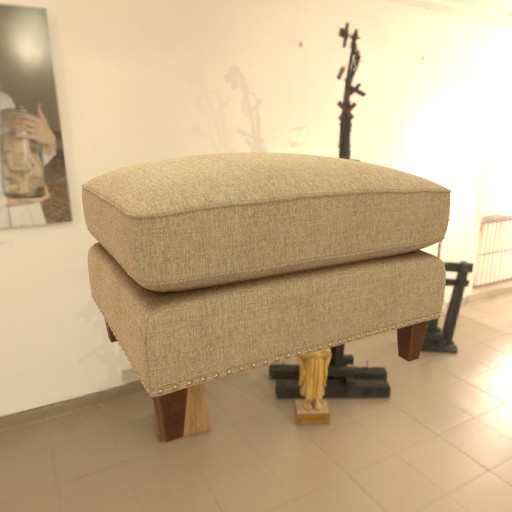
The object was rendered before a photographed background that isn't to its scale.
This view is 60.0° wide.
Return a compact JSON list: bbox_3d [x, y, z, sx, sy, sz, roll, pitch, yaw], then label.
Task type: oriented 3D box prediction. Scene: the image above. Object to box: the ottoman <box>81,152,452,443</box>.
[{"bbox_3d":[0.000,0.000,1.130,0.741,0.513,0.584,-8,17,-28],"label":"ottoman"}]
